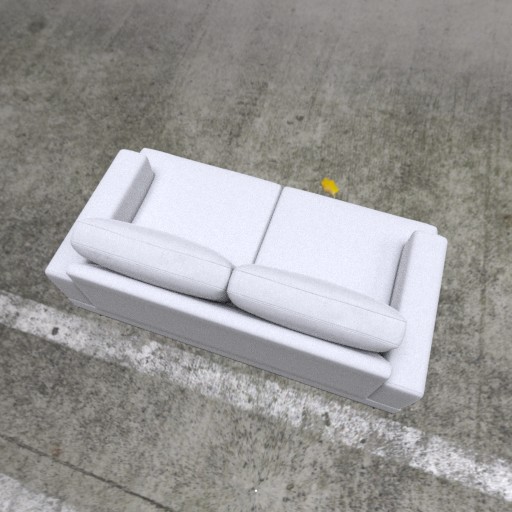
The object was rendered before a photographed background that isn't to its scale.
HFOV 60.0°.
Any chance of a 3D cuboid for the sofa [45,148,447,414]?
[{"bbox_3d":[0.000,0.000,2.135,1.650,0.810,0.920,17,63,9],"label":"sofa"}]
